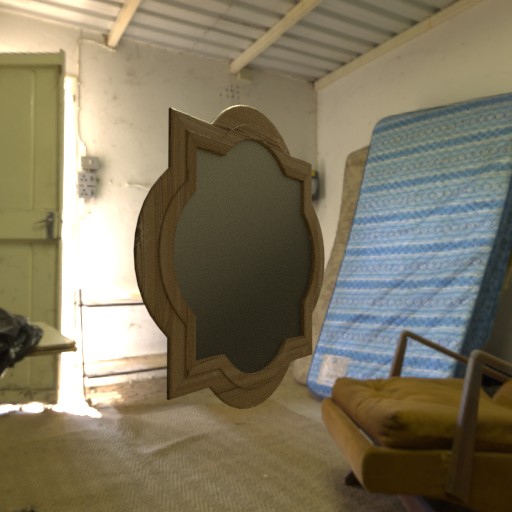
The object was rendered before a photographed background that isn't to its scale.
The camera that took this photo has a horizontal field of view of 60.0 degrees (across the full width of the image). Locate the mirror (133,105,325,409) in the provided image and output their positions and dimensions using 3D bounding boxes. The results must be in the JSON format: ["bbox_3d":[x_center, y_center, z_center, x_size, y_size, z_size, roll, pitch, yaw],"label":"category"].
[{"bbox_3d":[0.000,0.000,1.047,0.019,0.686,0.686,-1,-2,36],"label":"mirror"}]
